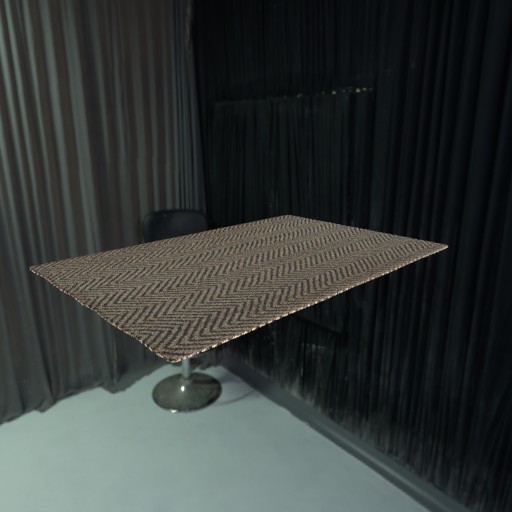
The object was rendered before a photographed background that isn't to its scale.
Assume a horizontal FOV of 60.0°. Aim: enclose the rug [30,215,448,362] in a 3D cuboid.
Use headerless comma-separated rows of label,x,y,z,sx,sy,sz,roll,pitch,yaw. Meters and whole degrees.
rug,0.000,0.000,2.282,1.828,0.008,1.219,-15,22,-42
